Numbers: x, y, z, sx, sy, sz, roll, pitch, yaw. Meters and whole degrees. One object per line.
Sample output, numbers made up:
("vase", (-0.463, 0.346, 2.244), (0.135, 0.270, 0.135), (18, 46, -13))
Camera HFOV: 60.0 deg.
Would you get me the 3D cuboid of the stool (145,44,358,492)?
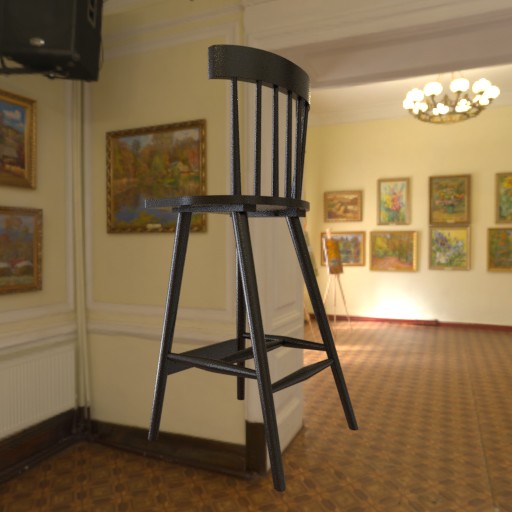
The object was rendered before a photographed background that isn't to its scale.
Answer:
("stool", (0.000, 0.000, 1.346), (0.483, 1.092, 0.482), (1, 2, 36))
